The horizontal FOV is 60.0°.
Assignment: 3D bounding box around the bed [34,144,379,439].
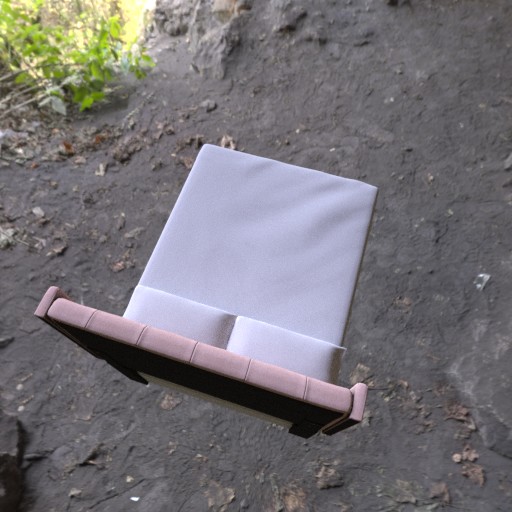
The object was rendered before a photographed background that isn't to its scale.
[{"bbox_3d":[0.000,0.000,3.289,1.719,1.665,2.066,16,65,8],"label":"bed"}]
